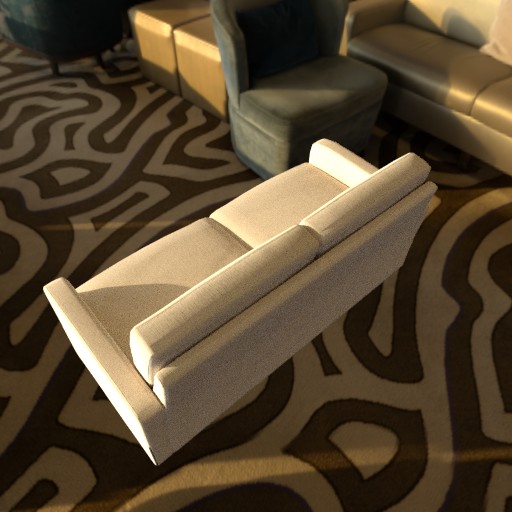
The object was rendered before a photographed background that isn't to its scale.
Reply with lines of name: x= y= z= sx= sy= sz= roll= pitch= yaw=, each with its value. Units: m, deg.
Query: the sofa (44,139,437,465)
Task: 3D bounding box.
sofa: x=0.000 y=0.000 z=2.231 sx=1.808 sy=0.831 sz=0.894 roll=-33 pitch=54 yaw=-27
